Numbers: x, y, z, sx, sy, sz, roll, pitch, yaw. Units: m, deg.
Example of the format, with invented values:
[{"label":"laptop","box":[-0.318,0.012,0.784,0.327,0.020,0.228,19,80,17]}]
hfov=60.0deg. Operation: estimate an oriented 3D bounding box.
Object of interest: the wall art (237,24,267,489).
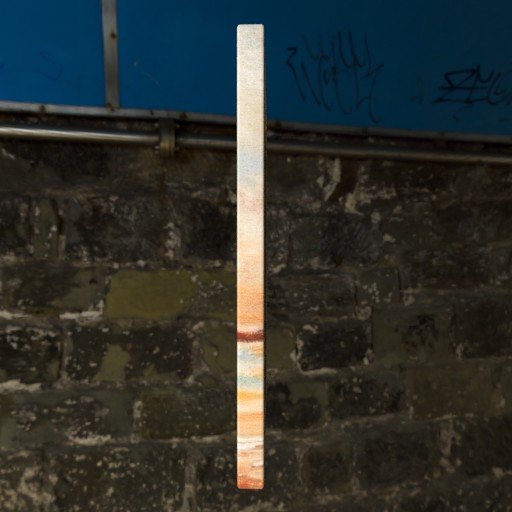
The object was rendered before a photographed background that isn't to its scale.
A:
[{"label":"wall art","box":[0.000,0.000,0.796,0.035,0.605,0.443,0,1,2]}]
